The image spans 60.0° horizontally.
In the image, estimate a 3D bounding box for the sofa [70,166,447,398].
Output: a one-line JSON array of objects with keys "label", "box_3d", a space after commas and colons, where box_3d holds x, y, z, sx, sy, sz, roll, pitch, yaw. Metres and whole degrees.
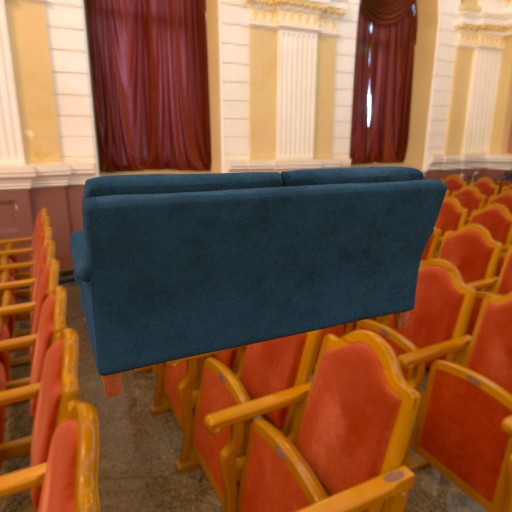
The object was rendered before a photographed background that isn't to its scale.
[{"label": "sofa", "box_3d": [0.000, 0.000, 2.803, 2.141, 1.101, 1.084, -7, 16, -25]}]
